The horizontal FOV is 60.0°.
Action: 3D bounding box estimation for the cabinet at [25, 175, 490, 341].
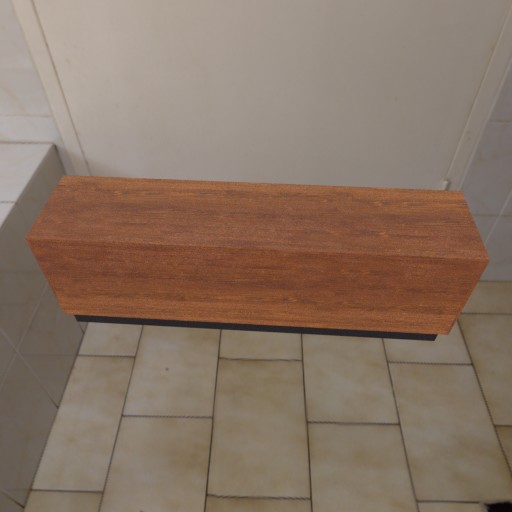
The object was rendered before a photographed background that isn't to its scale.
[{"bbox_3d":[0.000,0.000,1.850,1.600,0.510,0.419,3,46,3],"label":"cabinet"}]
